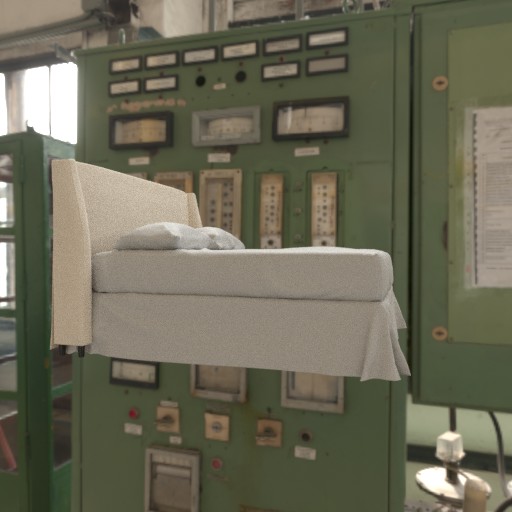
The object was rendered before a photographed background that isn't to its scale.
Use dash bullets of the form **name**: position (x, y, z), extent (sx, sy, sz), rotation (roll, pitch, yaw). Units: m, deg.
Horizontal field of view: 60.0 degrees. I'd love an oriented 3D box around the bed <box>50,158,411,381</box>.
- **bed**: position (0.000, 0.000, 3.497), extent (2.276, 1.332, 1.925), rotation (0, 1, 18)
